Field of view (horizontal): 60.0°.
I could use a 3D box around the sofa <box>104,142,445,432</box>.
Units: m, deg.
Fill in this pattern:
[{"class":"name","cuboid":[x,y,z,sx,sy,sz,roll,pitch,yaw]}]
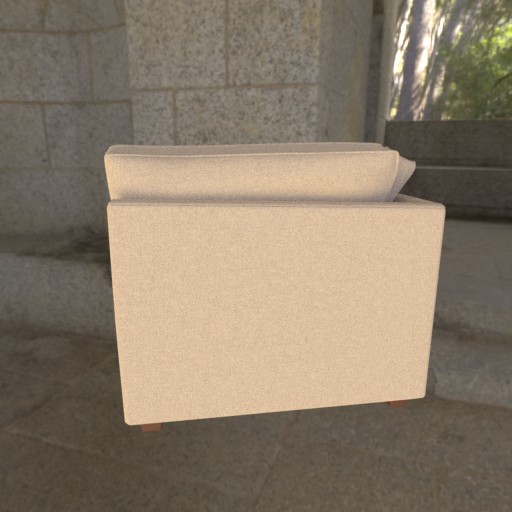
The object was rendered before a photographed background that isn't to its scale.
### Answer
[{"class":"sofa","cuboid":[0.000,0.000,1.870,1.042,0.937,1.050,-2,15,-9]}]
